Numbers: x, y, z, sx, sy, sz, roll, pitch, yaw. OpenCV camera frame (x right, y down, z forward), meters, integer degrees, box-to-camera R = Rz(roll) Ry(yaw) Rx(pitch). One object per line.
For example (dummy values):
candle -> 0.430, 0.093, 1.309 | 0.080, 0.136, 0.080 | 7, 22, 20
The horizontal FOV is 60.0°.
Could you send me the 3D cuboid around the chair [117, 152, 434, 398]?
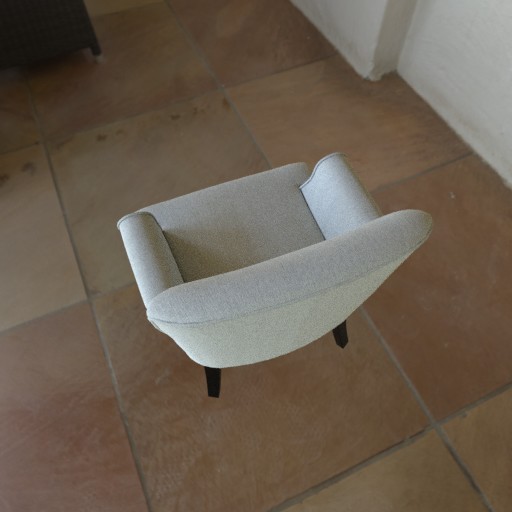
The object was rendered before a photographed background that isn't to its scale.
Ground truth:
chair -> 0.000, 0.000, 1.484 | 0.781, 0.875, 0.750 | -19, 60, -11
